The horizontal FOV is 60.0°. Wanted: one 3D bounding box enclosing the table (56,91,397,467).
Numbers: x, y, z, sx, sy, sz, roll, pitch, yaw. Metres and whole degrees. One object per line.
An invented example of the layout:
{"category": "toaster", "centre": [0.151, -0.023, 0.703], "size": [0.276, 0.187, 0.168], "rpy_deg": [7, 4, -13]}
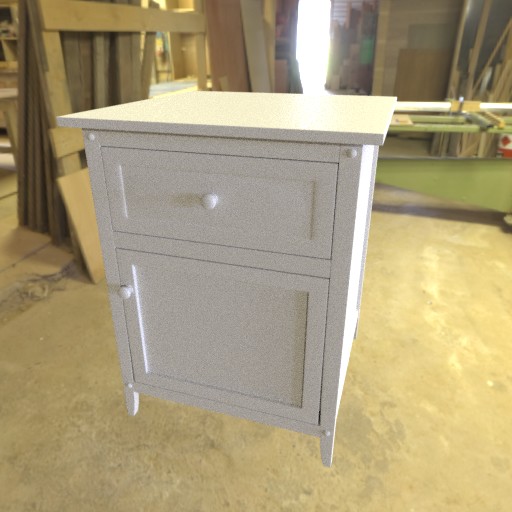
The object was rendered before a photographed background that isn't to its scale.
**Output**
{"category": "table", "centre": [0.000, 0.000, 0.743], "size": [0.381, 0.483, 0.381], "rpy_deg": [8, 26, 16]}
